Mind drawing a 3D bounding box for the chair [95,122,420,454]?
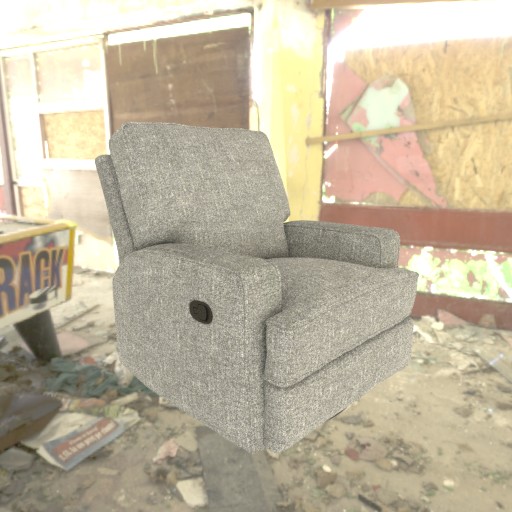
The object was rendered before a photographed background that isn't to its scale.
[{"bbox_3d":[0.000,0.000,1.654,0.964,0.962,0.861,13,19,43],"label":"chair"}]
